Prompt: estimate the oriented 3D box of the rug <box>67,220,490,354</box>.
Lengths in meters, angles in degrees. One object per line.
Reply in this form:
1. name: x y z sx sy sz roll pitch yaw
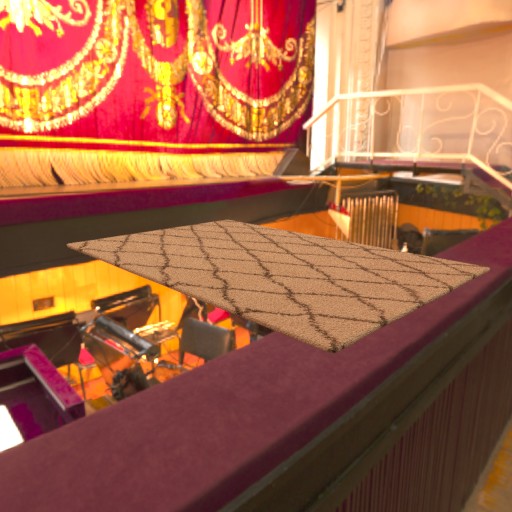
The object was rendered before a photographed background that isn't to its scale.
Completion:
1. rug: 0.000 0.000 3.357 1.778 0.030 2.743 -13 19 -42
